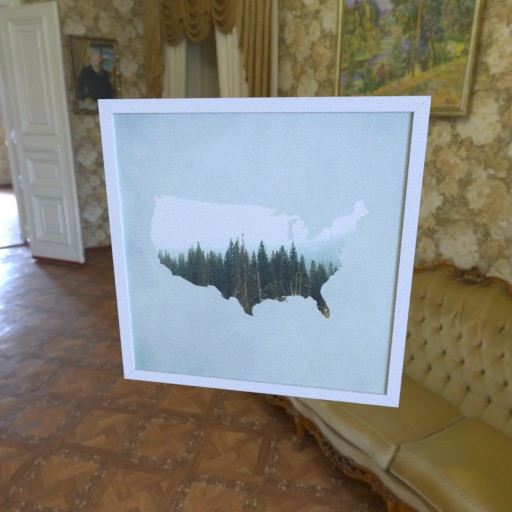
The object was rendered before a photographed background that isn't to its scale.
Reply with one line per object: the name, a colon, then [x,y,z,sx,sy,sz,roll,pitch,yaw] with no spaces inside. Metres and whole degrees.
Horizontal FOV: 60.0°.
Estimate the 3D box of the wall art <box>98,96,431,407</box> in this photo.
wall art: [0.000,0.000,0.454,0.304,0.304,0.024,3,17,10]
